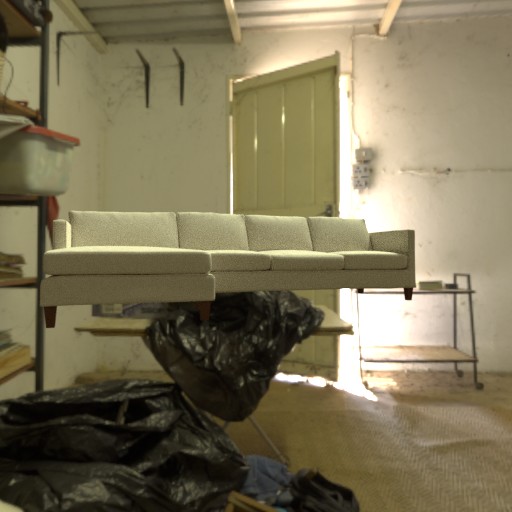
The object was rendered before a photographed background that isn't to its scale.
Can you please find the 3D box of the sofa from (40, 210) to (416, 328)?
[{"bbox_3d":[0.000,0.000,3.806,3.186,0.846,1.625,0,0,-20],"label":"sofa"}]
